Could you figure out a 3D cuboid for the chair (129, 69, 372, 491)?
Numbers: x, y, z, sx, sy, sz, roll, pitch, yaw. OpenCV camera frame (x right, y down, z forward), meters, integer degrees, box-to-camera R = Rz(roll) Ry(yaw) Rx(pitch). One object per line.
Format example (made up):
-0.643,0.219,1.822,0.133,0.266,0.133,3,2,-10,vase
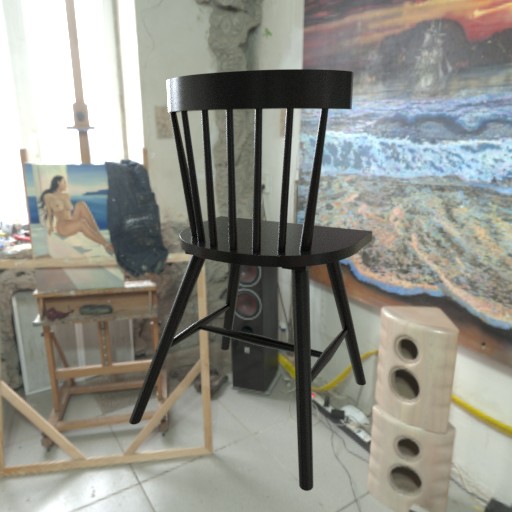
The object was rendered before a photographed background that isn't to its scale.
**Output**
0.000,0.000,1.130,0.506,0.844,0.483,8,18,26,chair
